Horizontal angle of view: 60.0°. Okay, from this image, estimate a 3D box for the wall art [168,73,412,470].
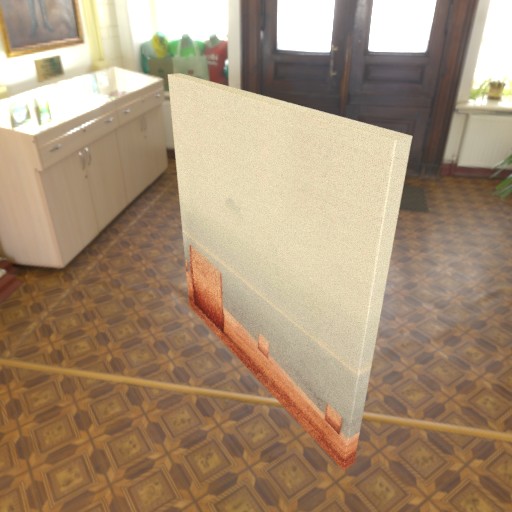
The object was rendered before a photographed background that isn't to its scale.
[{"bbox_3d":[0.000,0.000,0.587,0.023,0.405,0.405,-19,35,-30],"label":"wall art"}]
